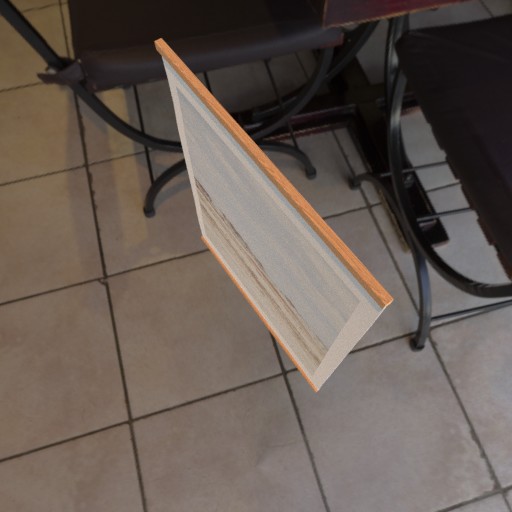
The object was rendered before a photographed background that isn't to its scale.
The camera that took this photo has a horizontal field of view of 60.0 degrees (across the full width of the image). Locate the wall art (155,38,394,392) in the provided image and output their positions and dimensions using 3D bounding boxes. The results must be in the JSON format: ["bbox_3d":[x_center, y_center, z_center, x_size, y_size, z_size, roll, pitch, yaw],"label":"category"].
[{"bbox_3d":[0.000,0.000,0.686,0.010,0.507,0.404,-33,69,-14],"label":"wall art"}]
